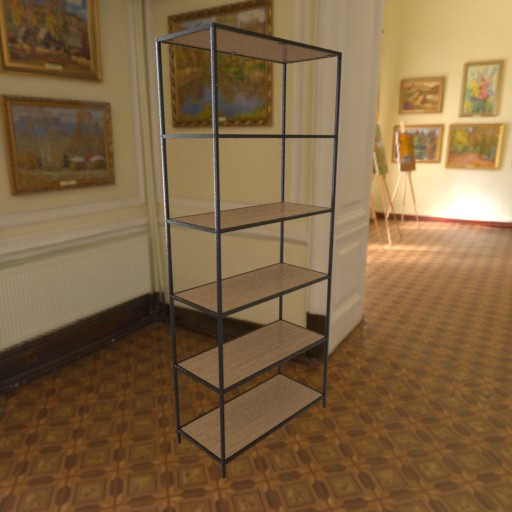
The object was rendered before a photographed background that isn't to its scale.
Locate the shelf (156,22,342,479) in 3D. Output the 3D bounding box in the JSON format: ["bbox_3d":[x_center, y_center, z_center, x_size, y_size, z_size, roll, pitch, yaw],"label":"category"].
[{"bbox_3d":[0.000,0.000,2.123,0.350,1.850,0.770,14,20,43],"label":"shelf"}]
